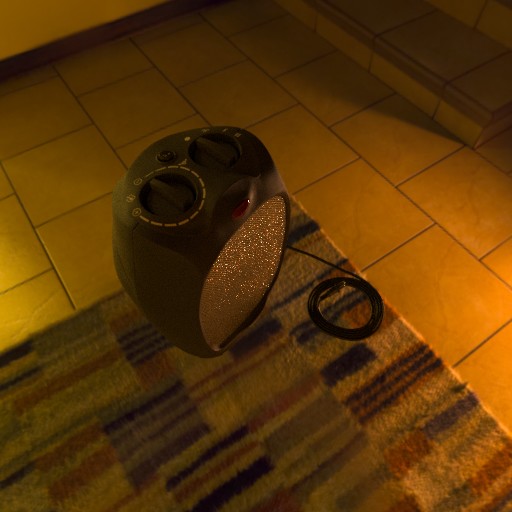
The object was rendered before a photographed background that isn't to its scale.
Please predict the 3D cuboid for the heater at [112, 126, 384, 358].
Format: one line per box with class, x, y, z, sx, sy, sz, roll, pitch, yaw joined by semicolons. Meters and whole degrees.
heater;0.000;0.000;0.479;0.291;0.255;0.239;31;62;18
